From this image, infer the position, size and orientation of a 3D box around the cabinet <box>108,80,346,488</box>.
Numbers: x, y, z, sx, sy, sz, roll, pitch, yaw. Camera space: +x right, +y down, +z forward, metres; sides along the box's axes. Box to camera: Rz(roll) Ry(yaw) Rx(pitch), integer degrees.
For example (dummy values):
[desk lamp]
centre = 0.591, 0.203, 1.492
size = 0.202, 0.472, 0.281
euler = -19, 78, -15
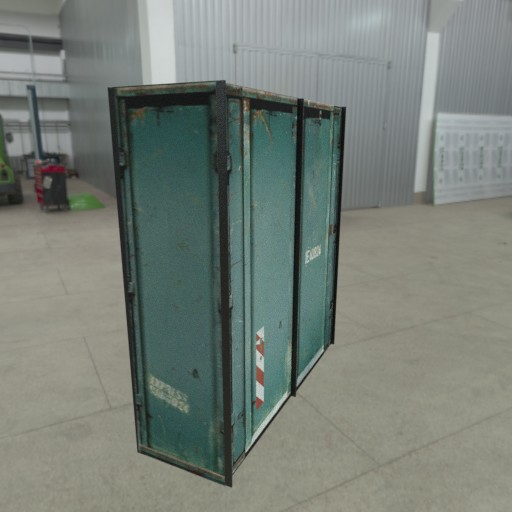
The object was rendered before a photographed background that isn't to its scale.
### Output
[cabinet]
centre = 0.000, 0.000, 3.232
size = 0.680, 2.160, 2.000
euler = 7, 17, 25
